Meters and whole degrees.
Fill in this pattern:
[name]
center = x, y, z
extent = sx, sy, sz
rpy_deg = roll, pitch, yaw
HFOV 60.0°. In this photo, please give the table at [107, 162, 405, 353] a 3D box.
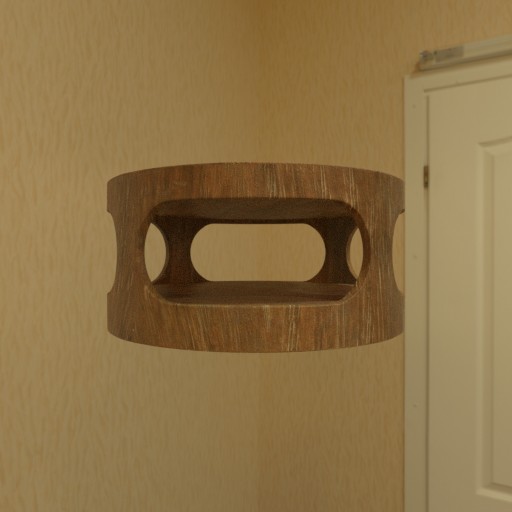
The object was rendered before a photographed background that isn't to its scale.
[table]
center = 0.000, 0.000, 1.530
extent = 0.974, 0.450, 0.974
rpy_deg = 0, 0, 0
